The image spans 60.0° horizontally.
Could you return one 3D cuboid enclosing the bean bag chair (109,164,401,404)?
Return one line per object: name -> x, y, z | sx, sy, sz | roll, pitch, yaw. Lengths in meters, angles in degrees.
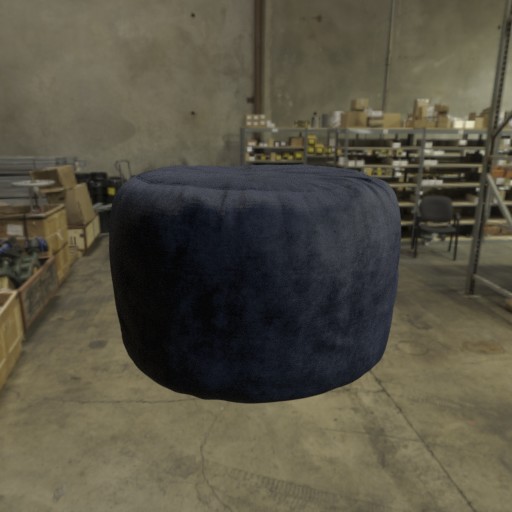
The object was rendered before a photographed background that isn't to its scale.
bean bag chair -> 0.000, 0.000, 1.955 | 1.219, 0.762, 1.219 | 0, 16, 0
